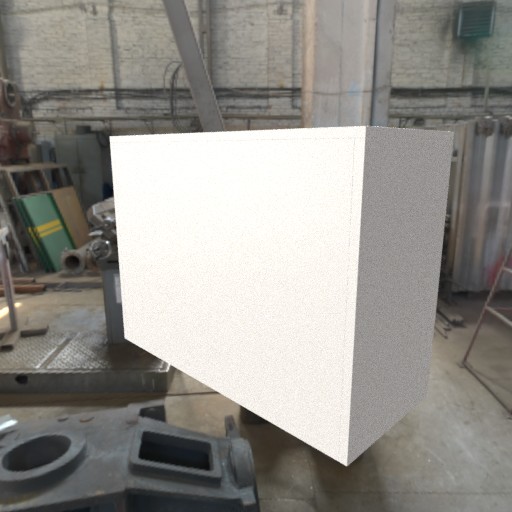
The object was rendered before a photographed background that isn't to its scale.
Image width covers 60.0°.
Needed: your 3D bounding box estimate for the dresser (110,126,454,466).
[{"bbox_3d":[0.000,0.000,1.550,1.100,0.820,0.460,13,19,43],"label":"dresser"}]
